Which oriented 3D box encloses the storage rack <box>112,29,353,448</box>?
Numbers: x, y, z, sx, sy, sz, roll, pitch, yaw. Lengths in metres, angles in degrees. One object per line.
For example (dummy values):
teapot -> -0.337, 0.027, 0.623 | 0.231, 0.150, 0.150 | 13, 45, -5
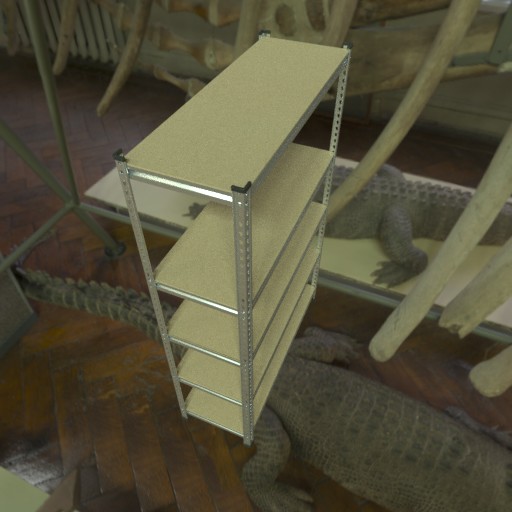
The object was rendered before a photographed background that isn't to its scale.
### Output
storage rack -> 0.000, 0.000, 2.351 | 0.457, 1.829, 1.219 | 17, 48, 16
